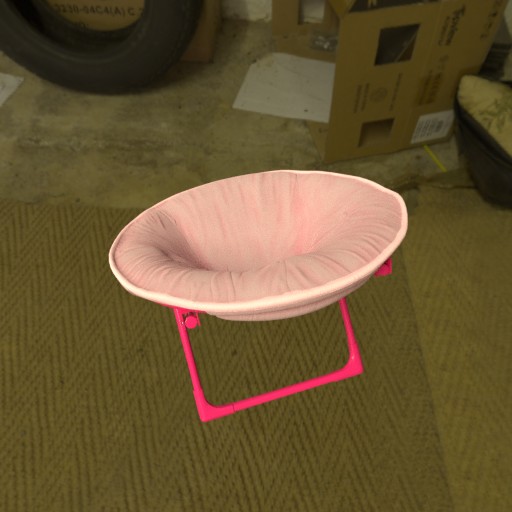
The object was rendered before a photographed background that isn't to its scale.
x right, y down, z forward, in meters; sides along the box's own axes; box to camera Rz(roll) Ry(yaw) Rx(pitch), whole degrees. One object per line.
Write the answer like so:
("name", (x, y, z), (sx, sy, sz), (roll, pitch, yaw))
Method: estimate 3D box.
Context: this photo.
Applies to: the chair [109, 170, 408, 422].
("chair", (0.000, 0.000, 0.890), (0.522, 0.494, 0.459), (-14, 59, -9))
